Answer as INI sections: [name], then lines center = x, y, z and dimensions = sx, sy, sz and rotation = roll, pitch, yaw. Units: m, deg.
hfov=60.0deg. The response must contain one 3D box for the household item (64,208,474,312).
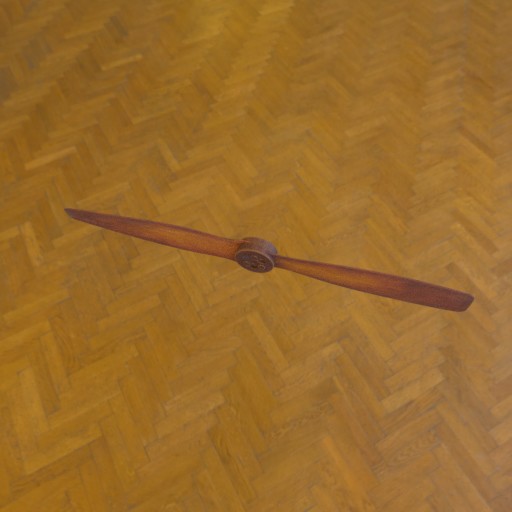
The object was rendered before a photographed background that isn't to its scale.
[household item]
center = 0.000, 0.000, 1.258
dimensions = 1.181, 0.121, 0.051
rotation = 13, 58, 8
